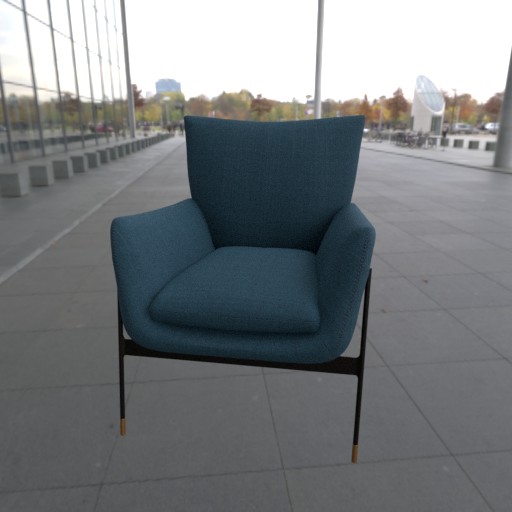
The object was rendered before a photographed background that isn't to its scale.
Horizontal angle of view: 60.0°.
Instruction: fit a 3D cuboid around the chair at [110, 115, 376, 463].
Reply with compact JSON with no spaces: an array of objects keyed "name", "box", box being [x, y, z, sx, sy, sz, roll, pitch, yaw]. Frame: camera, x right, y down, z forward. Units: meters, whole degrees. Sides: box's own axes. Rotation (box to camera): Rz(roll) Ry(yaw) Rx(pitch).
[{"name":"chair","box":[0.000,0.000,1.400,0.678,0.859,0.769,3,17,9]}]
